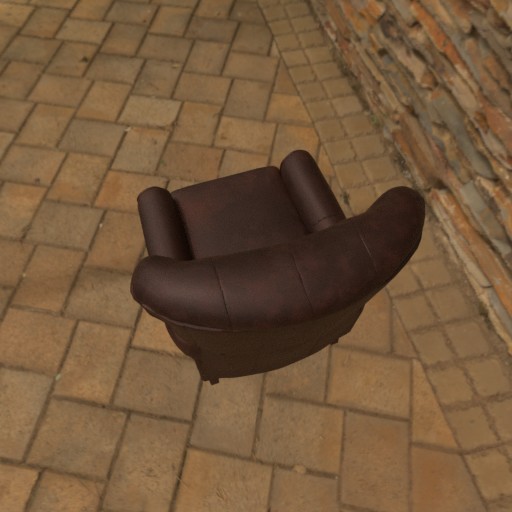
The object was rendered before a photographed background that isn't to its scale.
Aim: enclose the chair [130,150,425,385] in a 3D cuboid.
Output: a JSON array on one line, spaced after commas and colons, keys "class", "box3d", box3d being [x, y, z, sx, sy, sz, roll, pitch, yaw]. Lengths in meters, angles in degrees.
[{"class": "chair", "box3d": [0.000, 0.000, 1.898, 0.948, 1.158, 1.058, -16, 60, -10]}]
